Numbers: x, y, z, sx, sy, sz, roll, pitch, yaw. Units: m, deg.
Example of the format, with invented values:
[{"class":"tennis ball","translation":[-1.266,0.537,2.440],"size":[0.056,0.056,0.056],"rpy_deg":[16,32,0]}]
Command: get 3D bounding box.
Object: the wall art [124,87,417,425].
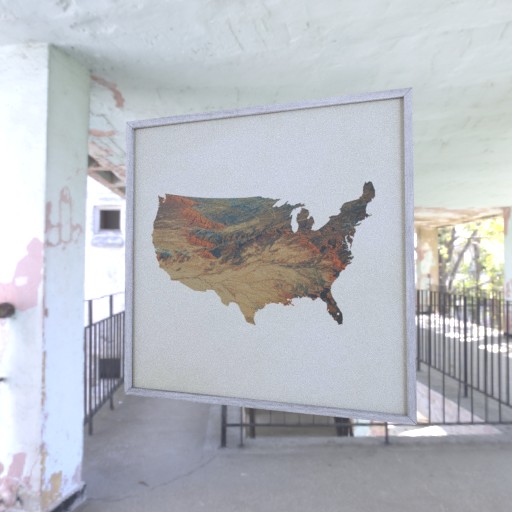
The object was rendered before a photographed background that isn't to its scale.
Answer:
[{"class":"wall art","translation":[0.000,0.000,0.751],"size":[0.508,0.507,0.016],"rpy_deg":[-1,-2,18]}]
